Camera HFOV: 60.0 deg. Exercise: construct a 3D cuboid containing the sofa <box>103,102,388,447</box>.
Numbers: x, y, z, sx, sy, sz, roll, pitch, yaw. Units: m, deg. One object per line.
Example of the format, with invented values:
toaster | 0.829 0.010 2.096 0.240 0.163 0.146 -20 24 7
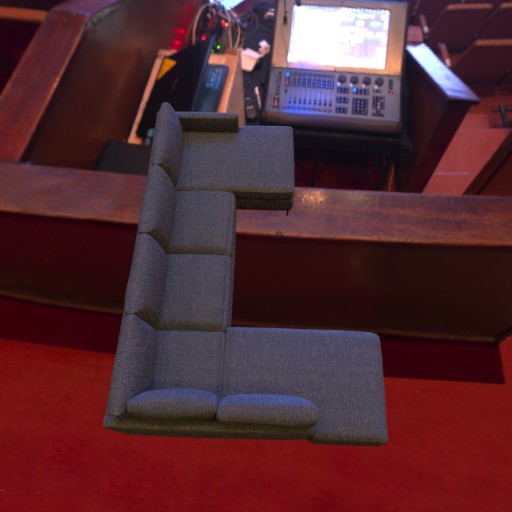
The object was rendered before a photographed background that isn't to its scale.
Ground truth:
sofa | 0.000 0.000 3.555 1.879 0.753 2.737 2 64 1
